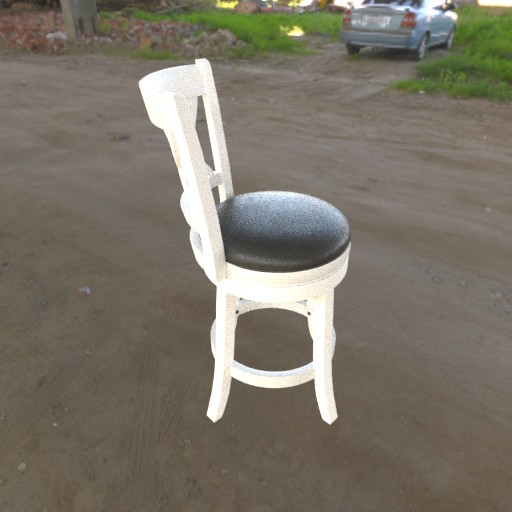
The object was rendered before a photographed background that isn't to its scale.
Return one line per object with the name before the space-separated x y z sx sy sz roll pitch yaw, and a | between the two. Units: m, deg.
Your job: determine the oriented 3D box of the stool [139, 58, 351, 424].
stool | 0.000 0.000 1.233 0.508 0.953 0.444 1 32 1
